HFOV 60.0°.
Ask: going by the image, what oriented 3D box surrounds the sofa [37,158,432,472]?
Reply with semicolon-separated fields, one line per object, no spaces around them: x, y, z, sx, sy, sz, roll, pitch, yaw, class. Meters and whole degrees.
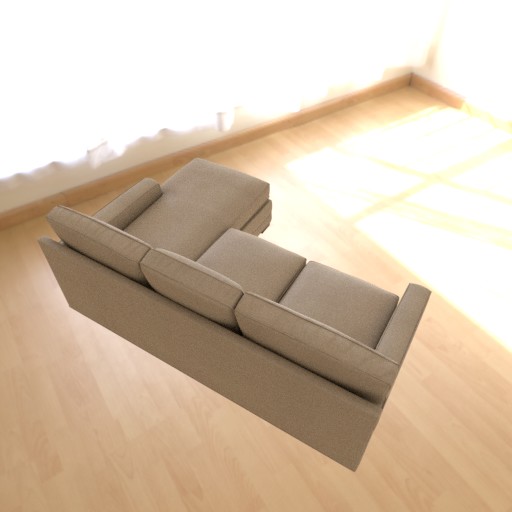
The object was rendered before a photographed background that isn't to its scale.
0.000;0.000;2.813;2.087;0.861;1.496;23;50;21;sofa
